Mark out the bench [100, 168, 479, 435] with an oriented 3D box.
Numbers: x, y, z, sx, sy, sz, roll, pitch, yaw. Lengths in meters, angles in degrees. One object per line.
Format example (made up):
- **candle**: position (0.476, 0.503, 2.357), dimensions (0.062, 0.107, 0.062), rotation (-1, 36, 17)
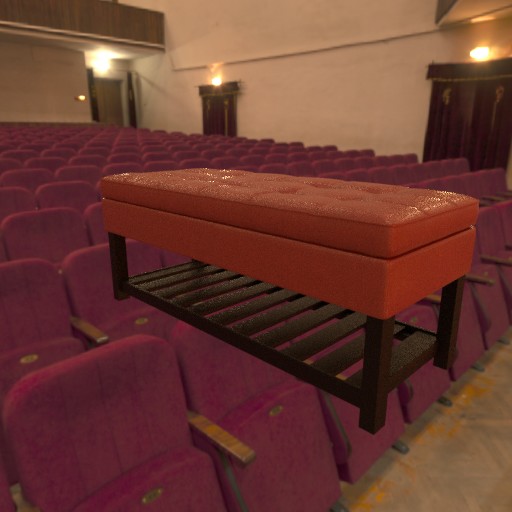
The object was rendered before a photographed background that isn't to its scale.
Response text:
- **bench**: position (0.000, 0.000, 1.340), dimensions (1.105, 0.460, 0.432), rotation (15, 22, 43)
